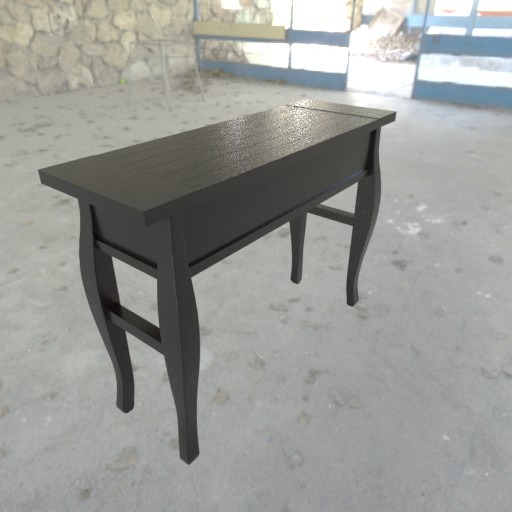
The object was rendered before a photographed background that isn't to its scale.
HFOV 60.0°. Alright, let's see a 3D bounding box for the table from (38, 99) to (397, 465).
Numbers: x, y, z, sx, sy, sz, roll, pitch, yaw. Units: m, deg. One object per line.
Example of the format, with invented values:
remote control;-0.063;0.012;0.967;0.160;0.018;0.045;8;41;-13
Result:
table;0.000;0.000;1.407;0.373;0.768;1.062;22;36;33
